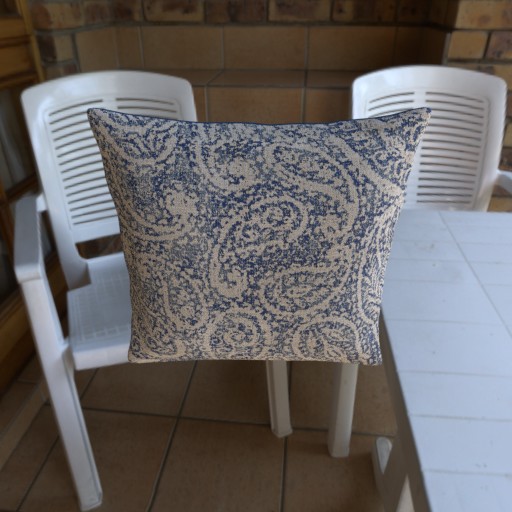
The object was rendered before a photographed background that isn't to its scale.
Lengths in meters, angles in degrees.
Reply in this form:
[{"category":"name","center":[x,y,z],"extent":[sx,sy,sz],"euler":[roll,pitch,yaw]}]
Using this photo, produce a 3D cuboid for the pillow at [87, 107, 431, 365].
[{"category":"pillow","center":[0.000,0.000,0.788],"extent":[0.523,0.510,0.166],"euler":[0,31,0]}]
